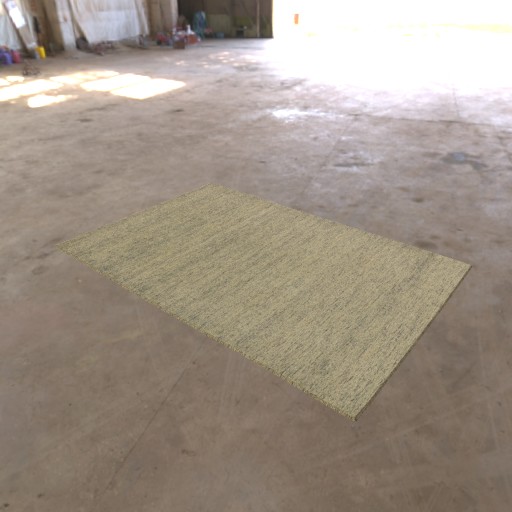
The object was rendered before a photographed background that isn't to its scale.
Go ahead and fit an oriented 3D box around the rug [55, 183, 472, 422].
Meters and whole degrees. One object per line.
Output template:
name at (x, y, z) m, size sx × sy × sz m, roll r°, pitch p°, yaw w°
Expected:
rug at (0.000, 0.000, 2.338) m, size 1.846 × 0.014 × 1.243 m, roll 22°, pitch 37°, yaw 33°
